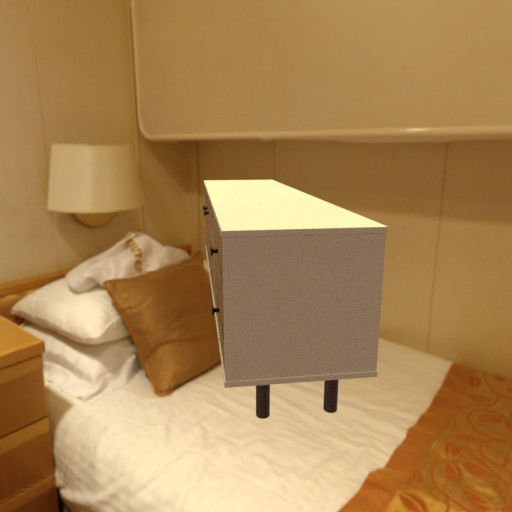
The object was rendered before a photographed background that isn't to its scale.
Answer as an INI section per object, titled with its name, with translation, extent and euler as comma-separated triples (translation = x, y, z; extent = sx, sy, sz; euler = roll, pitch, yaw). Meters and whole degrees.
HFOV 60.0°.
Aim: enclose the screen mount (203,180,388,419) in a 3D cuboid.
[screen mount]
translation = 0.000, 0.000, 1.869
extent = 0.418, 0.520, 1.600
euler = -2, 14, -8
